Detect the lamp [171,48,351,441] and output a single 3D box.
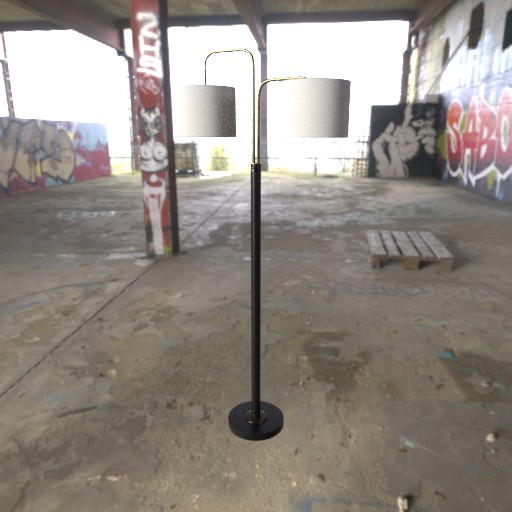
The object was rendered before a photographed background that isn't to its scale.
[{"bbox_3d":[0.000,0.000,1.826,0.711,1.587,0.254,7,17,25],"label":"lamp"}]
